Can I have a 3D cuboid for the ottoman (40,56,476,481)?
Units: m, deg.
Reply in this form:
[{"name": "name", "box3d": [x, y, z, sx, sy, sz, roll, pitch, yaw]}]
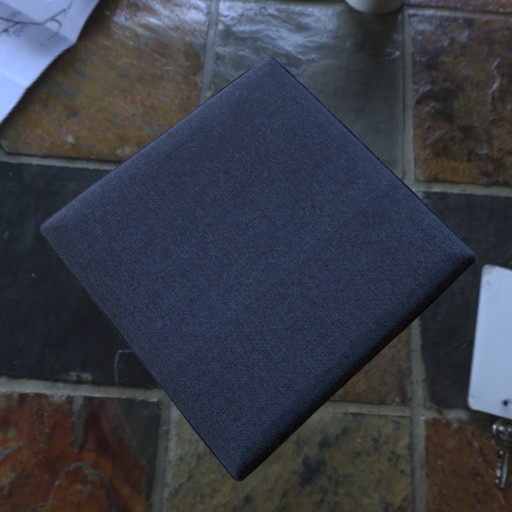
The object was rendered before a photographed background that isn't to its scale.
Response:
[{"name": "ottoman", "box3d": [0.000, 0.000, 1.569, 1.023, 0.423, 1.017, -39, 79, -10]}]
